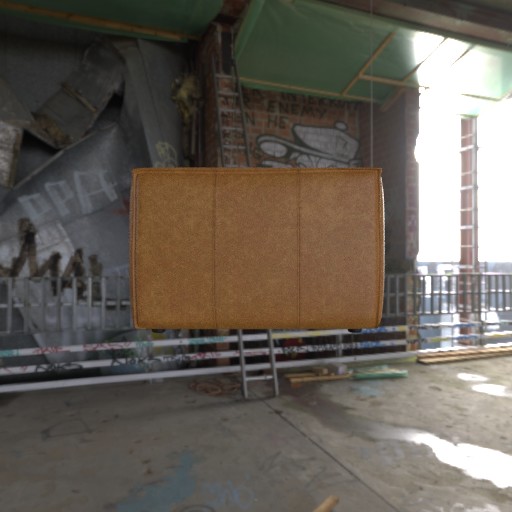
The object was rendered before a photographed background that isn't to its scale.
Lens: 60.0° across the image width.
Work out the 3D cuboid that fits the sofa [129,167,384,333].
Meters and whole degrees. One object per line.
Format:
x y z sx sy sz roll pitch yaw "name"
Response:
0.000 0.000 3.073 1.102 0.701 2.581 0 -1 0 "sofa"
